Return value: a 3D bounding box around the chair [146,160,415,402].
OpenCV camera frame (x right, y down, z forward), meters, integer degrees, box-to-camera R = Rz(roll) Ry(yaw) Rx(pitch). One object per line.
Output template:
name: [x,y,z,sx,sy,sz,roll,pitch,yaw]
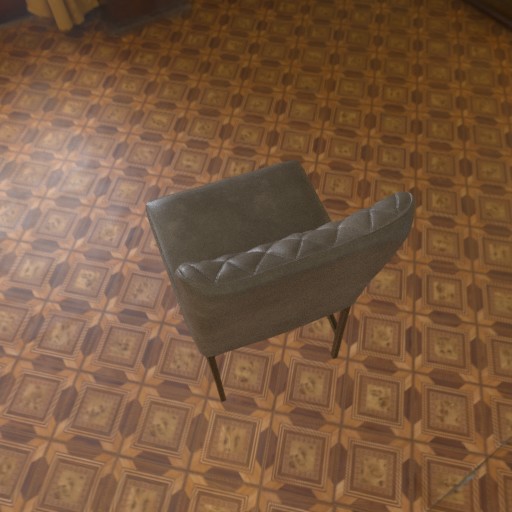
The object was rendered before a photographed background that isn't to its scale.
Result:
chair: [0.000,0.000,1.247,0.508,0.889,0.587,-18,61,-10]
